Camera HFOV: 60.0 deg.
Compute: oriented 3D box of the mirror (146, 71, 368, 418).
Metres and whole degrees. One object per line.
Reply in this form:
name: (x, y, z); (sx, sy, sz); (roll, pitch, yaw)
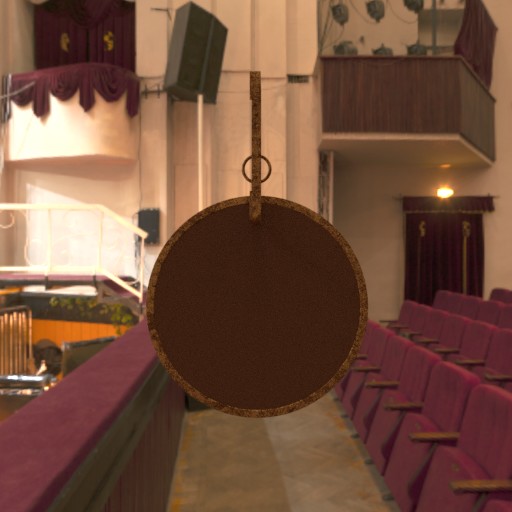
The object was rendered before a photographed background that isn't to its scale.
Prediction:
mirror: (0.000, 0.000, 0.844); (0.447, 0.651, 0.144); (0, 0, 1)
